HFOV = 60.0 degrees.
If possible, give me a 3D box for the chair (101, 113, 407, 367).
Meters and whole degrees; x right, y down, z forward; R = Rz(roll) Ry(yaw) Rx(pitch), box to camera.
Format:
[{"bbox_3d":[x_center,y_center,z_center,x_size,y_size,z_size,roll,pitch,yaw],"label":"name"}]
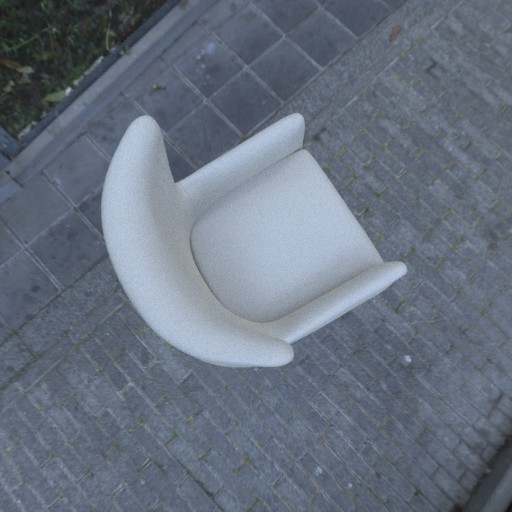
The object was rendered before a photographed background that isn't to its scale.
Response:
[{"bbox_3d":[0.000,0.000,1.436,0.686,0.952,0.660,-30,78,-7],"label":"chair"}]
